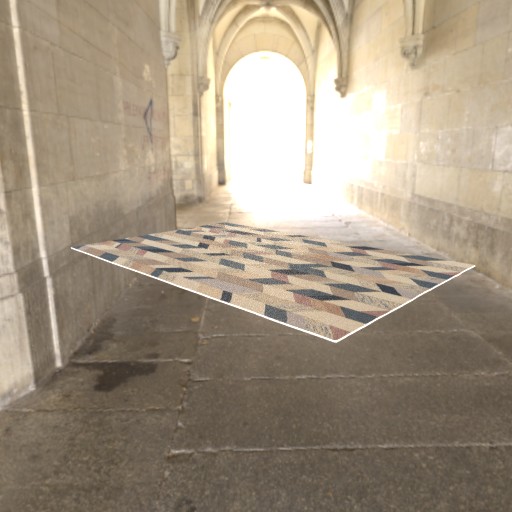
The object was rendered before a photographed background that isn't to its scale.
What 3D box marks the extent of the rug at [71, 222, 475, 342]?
[{"bbox_3d":[0.000,0.000,2.345,1.813,0.006,1.202,13,19,42],"label":"rug"}]
